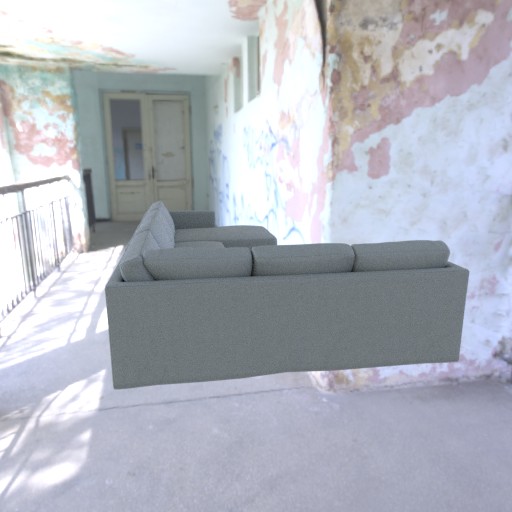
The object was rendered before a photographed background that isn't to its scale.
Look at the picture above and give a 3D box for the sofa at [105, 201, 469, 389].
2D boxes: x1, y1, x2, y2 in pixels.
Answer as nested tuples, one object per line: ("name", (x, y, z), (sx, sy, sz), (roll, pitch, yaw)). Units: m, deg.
("sofa", (0.000, 0.000, 4.558), (2.427, 0.882, 3.460), (-2, 13, -9))
